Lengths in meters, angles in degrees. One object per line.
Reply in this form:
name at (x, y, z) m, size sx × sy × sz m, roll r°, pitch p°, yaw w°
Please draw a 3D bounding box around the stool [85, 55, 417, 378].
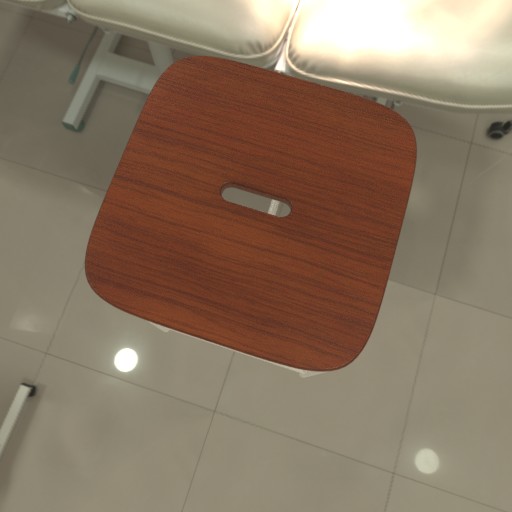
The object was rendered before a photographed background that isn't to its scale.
stool at (0.000, 0.000, 0.841) m, size 0.376 × 0.610 × 0.376 m, roll 17°, pitch 77°, yaw 4°
